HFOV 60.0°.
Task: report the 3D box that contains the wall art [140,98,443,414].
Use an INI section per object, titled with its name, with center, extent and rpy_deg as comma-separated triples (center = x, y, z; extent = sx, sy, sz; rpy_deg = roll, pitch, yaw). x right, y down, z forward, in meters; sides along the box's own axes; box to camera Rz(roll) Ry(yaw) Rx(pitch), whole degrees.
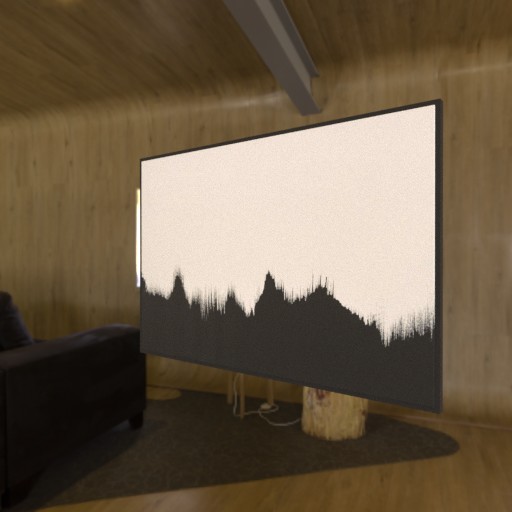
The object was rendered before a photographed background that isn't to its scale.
[wall art]
center = 0.000, 0.000, 1.494
extent = 1.190, 0.805, 0.028
rpy_deg = 0, 0, 37
